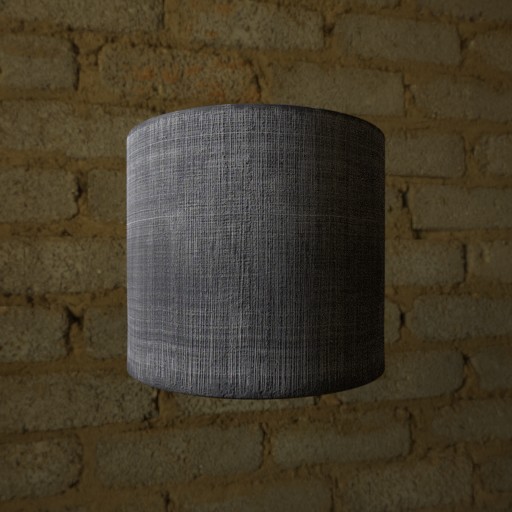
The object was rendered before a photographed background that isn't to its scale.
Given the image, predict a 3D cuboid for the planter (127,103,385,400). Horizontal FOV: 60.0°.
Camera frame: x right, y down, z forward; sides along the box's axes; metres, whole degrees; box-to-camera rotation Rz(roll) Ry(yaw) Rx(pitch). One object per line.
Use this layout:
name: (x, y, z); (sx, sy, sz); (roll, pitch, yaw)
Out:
planter: (0.000, 0.000, 0.452); (0.254, 0.221, 0.254); (0, -1, 0)
